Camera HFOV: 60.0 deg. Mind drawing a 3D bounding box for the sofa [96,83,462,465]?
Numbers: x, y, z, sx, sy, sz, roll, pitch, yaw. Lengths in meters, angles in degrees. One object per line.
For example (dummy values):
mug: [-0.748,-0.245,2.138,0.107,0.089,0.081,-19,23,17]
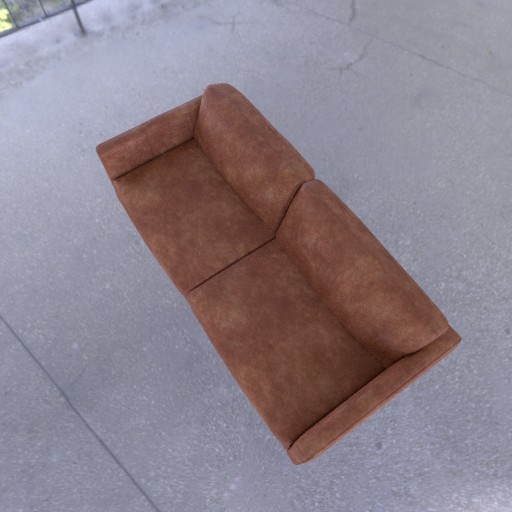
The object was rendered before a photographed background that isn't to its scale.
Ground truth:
sofa: [0.000,0.000,2.436,0.923,0.863,1.971,-32,67,-15]
